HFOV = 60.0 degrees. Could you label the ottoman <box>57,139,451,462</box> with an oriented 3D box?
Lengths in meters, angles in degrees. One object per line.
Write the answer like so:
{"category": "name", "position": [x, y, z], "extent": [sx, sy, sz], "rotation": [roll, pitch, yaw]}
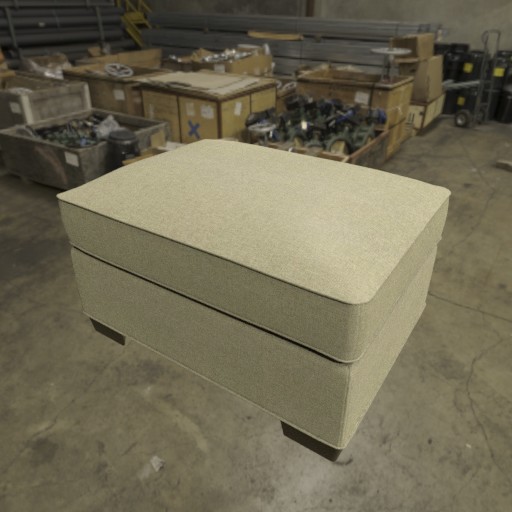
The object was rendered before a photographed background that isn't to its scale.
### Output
{"category": "ottoman", "position": [0.000, 0.000, 1.237], "extent": [0.843, 0.504, 0.619], "rotation": [19, 36, 29]}
